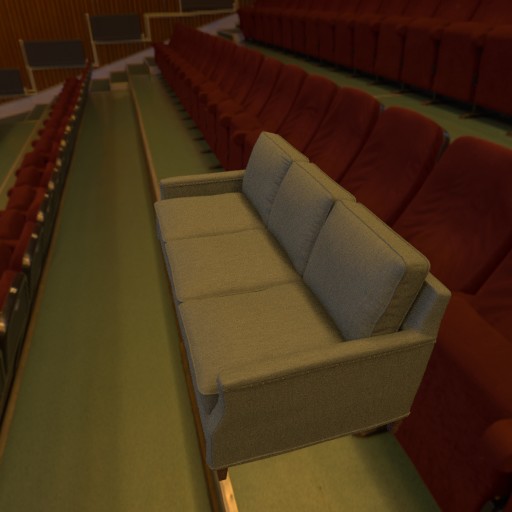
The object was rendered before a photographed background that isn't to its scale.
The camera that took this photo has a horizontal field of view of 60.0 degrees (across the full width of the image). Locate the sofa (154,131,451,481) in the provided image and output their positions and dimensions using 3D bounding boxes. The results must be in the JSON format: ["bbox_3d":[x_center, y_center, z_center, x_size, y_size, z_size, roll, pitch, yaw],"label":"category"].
[{"bbox_3d":[0.000,0.000,2.770,1.084,1.003,2.246,-9,32,-14],"label":"sofa"}]
